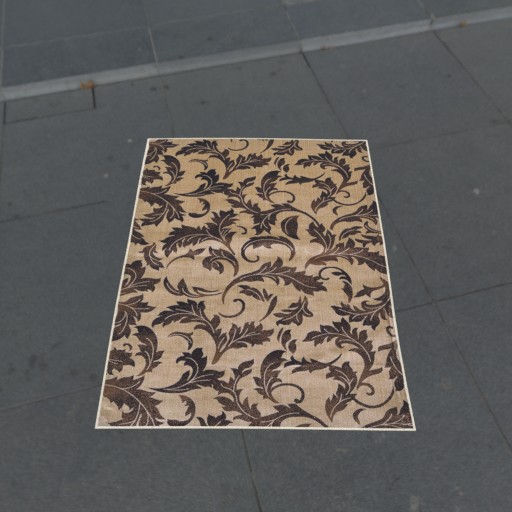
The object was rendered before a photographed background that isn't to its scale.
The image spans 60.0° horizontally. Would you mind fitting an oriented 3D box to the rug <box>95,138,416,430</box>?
[{"bbox_3d":[0.000,0.000,4.024,2.380,0.008,2.977,0,59,0],"label":"rug"}]
